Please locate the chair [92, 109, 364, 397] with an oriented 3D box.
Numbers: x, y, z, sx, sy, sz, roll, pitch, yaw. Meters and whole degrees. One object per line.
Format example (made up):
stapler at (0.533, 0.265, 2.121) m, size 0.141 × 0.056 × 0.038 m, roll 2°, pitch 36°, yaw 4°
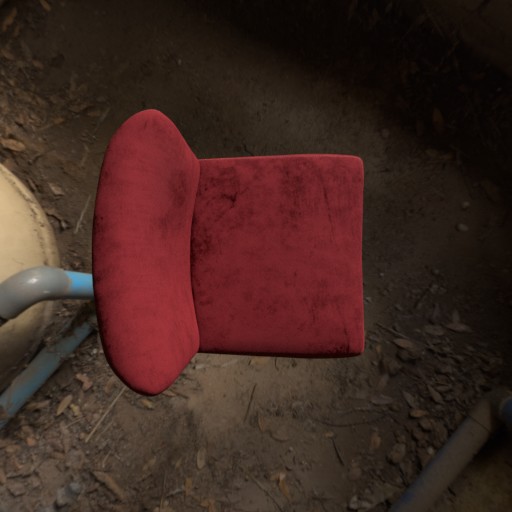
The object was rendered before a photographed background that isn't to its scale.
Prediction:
chair at (0.000, 0.000, 1.143) m, size 0.560 × 0.824 × 0.530 m, roll 0°, pitch 89°, yaw 1°
